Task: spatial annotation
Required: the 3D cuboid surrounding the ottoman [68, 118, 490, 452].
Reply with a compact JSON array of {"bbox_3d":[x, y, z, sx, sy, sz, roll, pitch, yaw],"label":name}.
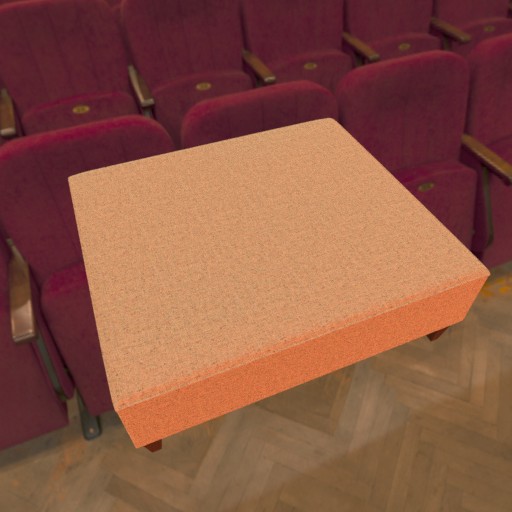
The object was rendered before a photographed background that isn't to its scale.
[{"bbox_3d":[0.000,0.000,1.206,0.835,0.303,0.736,-17,49,-15],"label":"ottoman"}]
